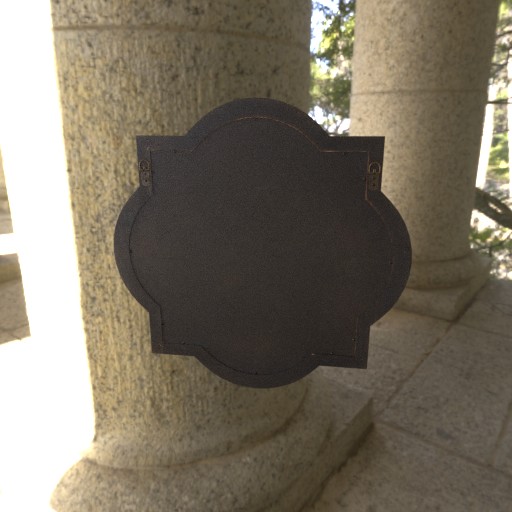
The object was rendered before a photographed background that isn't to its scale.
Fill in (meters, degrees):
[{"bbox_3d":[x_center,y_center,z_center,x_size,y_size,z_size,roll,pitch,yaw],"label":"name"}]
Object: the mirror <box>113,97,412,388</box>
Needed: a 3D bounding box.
[{"bbox_3d":[0.000,0.000,1.044,0.686,0.686,0.019,2,16,8],"label":"mirror"}]
